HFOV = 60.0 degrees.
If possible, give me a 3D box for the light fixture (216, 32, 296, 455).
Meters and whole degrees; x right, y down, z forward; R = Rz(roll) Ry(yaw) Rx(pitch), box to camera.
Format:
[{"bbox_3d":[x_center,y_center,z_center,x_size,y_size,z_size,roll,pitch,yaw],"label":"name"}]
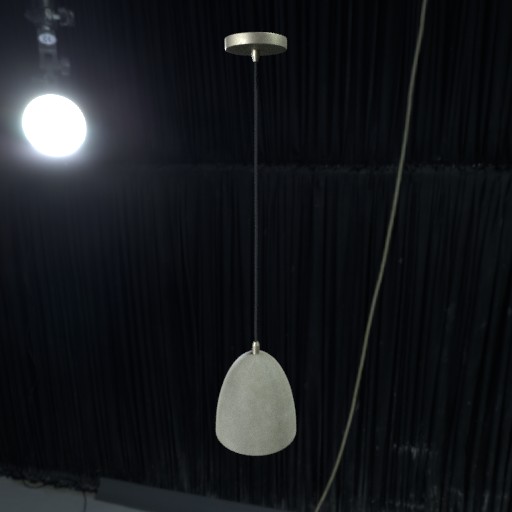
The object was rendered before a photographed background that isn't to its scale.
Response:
[{"bbox_3d":[0.000,0.000,0.849,0.170,0.759,0.170,3,15,10],"label":"light fixture"}]
